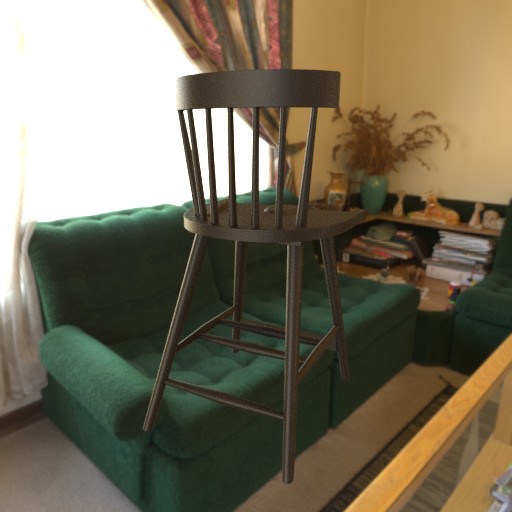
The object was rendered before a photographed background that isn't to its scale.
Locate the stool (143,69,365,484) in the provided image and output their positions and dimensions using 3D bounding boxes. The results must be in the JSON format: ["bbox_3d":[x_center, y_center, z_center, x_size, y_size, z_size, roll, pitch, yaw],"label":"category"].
[{"bbox_3d":[0.000,0.000,1.272,0.494,0.953,0.549,8,18,26],"label":"stool"}]
